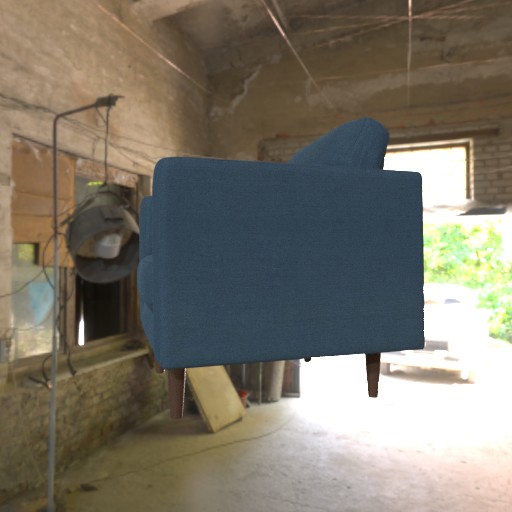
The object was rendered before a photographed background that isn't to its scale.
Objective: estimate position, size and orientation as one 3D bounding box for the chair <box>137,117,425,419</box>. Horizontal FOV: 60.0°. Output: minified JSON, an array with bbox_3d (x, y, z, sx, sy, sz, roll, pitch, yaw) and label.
[{"bbox_3d":[0.000,0.000,1.605,0.820,0.922,0.855,0,0,-17],"label":"chair"}]
